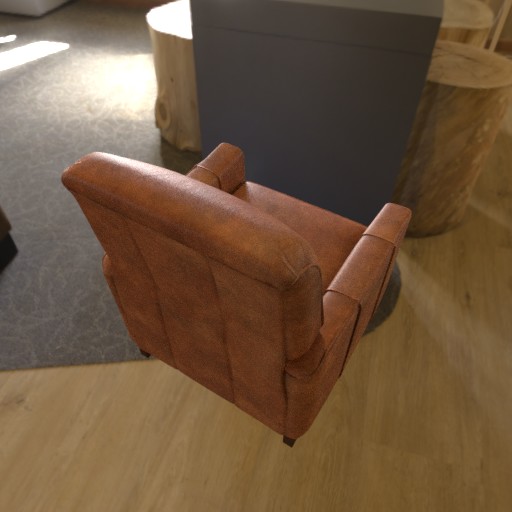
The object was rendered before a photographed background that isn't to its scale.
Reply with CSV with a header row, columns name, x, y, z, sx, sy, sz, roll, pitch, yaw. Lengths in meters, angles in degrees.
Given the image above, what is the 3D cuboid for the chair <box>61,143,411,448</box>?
name,x,y,z,sx,sy,sz,roll,pitch,yaw
chair,0.000,0.000,1.579,0.843,1.043,0.836,25,51,21
